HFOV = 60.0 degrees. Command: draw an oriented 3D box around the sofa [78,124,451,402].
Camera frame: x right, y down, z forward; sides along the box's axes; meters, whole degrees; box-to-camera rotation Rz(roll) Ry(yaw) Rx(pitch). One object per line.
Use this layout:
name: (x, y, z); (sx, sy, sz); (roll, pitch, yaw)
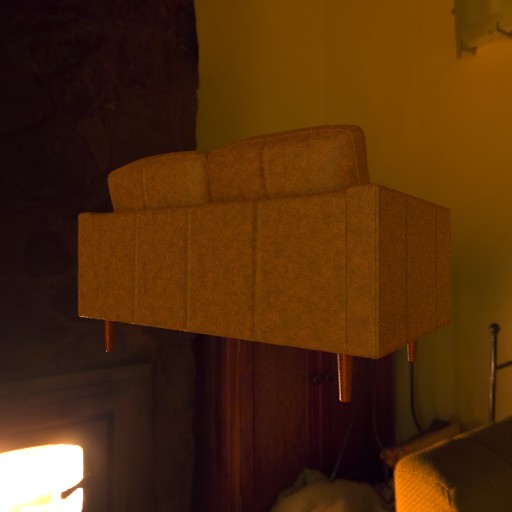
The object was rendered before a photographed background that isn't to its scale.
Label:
sofa: (0.000, 0.000, 2.133); (1.578, 0.951, 0.909); (0, 0, 37)
